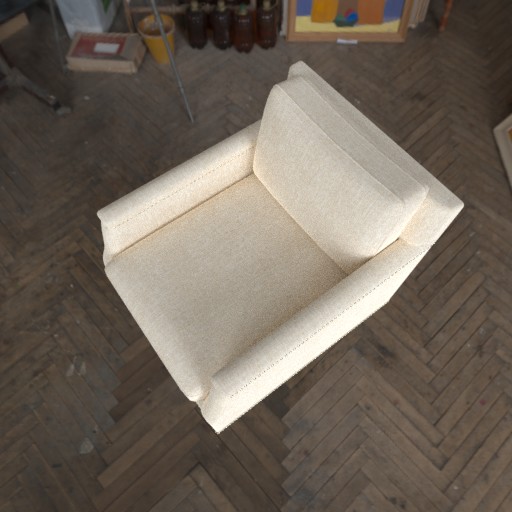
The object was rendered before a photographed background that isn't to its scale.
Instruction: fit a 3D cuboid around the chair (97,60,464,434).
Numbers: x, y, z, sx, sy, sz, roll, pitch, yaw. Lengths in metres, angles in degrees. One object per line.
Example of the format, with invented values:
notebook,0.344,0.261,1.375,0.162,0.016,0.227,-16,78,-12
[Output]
chair,0.000,0.000,1.775,1.041,0.940,0.838,-34,68,-16
